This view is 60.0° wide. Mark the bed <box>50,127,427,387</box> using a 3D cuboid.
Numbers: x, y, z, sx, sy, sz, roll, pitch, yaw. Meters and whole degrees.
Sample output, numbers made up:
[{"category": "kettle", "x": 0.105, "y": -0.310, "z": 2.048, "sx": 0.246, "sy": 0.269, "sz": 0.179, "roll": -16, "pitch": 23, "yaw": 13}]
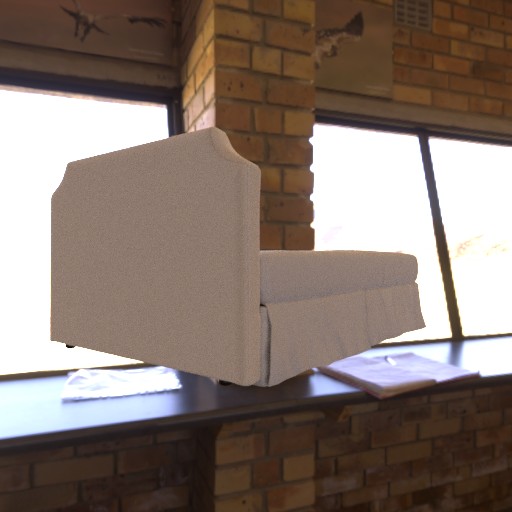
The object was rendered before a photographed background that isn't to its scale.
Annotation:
[{"category": "bed", "x": 0.000, "y": 0.000, "z": 3.587, "sx": 1.977, "sy": 1.293, "sz": 2.498, "roll": 0, "pitch": 0, "yaw": 38}]
